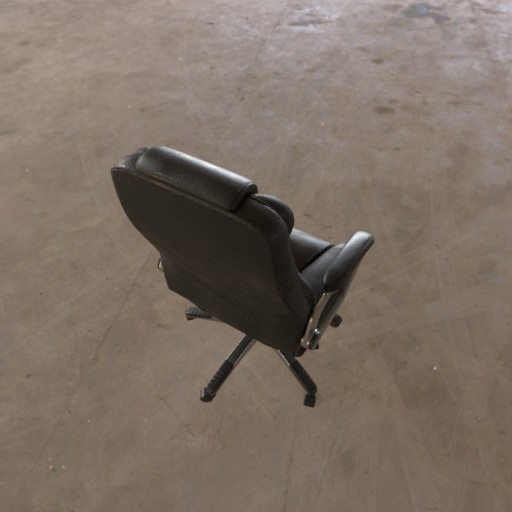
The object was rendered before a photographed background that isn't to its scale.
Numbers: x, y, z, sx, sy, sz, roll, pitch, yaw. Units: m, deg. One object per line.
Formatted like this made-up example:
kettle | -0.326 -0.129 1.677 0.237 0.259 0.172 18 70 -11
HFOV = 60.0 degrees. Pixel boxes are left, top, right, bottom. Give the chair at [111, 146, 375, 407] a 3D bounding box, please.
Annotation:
chair | 0.000 0.000 1.521 0.697 1.075 0.689 25 51 22
